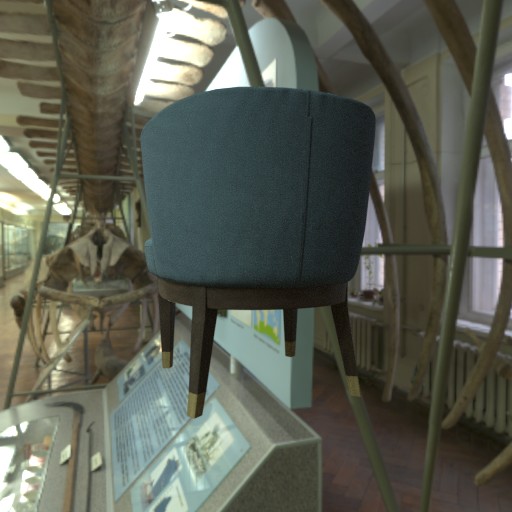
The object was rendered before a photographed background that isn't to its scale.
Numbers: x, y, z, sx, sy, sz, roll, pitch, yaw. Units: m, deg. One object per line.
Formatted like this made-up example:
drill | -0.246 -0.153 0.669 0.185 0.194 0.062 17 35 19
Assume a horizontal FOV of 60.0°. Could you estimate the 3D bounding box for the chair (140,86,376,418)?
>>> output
chair | 0.000 0.000 1.313 0.661 0.760 0.702 -1 2 -19
